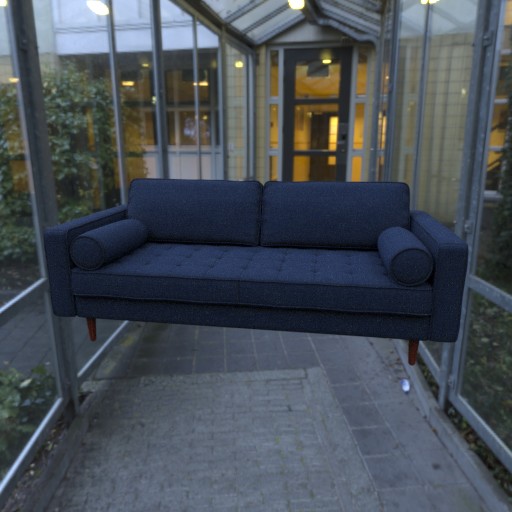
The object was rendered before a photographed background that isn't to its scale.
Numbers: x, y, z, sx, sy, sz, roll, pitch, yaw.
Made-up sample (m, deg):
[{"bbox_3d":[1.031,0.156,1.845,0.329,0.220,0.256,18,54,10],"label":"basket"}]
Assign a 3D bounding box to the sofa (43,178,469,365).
[{"bbox_3d":[0.000,0.000,2.367,1.880,0.762,0.914,2,15,9],"label":"sofa"}]
